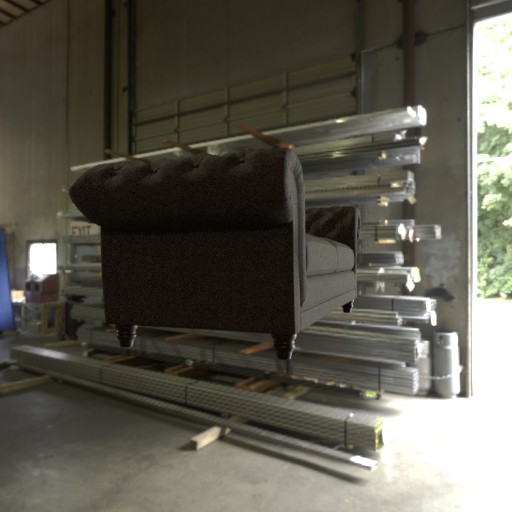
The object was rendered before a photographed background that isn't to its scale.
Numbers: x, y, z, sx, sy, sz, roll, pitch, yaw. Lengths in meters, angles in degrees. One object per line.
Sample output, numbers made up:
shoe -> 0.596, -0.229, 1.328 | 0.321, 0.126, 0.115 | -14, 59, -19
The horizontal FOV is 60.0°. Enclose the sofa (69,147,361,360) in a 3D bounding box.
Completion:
sofa -> 0.000, 0.000, 2.519 | 0.944, 0.780, 2.048 | 0, -1, 20
